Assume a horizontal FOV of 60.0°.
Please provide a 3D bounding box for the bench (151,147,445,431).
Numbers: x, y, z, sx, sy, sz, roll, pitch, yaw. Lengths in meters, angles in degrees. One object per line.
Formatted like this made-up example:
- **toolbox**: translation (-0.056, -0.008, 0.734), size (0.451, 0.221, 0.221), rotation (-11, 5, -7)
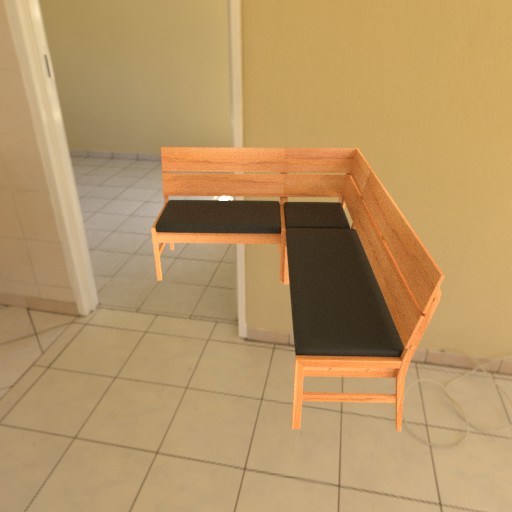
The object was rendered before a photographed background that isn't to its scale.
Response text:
- **bench**: translation (0.000, 0.000, 2.834), size (1.548, 0.890, 1.948), rotation (1, 28, 1)
